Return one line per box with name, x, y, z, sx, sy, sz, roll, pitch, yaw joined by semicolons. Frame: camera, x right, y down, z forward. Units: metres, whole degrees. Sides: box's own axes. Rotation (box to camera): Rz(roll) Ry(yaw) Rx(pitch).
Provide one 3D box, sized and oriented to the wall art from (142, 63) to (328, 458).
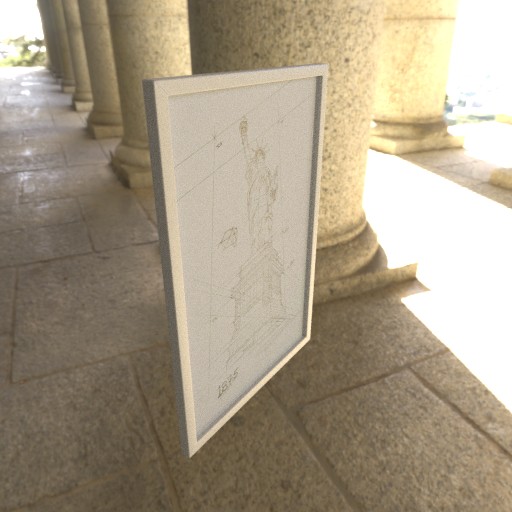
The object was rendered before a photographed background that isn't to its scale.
wall art;0.000;0.000;1.047;0.026;0.813;0.556;18;32;32
